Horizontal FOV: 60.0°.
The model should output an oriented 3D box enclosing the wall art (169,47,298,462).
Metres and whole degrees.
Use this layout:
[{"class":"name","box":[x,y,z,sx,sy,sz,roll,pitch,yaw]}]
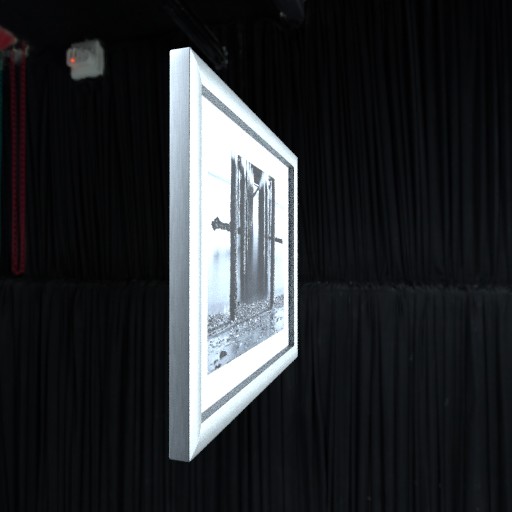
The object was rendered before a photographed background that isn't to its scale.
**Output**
[{"class":"wall art","box":[0.000,0.000,0.756,0.028,0.457,0.556,0,0,18]}]
